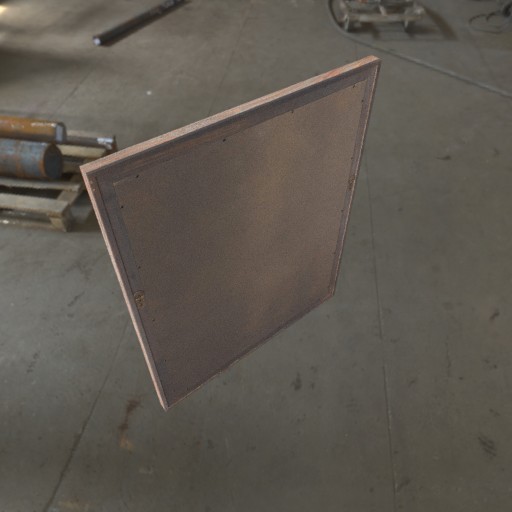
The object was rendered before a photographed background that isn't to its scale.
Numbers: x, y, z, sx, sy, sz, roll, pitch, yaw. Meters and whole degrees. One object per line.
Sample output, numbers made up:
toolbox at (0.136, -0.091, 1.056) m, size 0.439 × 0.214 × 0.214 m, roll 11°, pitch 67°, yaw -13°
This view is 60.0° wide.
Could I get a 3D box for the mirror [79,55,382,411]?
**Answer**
mirror at (0.000, 0.000, 1.208) m, size 0.730 × 0.882 × 0.032 m, roll -30°, pitch 53°, yaw -26°
